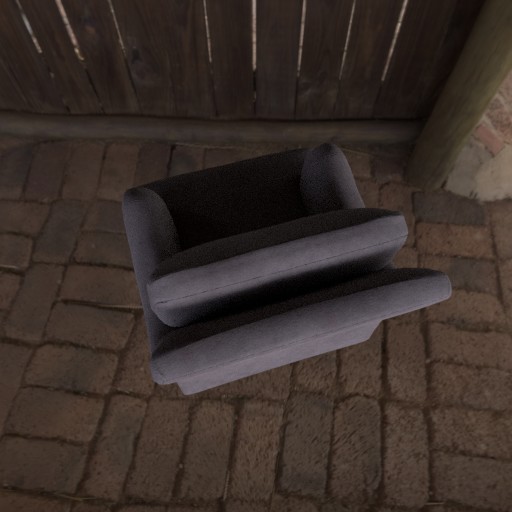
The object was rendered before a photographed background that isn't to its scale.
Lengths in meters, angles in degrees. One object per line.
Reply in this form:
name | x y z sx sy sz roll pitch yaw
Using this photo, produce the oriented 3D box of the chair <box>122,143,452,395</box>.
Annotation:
chair | 0.000 0.000 1.835 0.955 0.997 1.070 -15 61 -9
